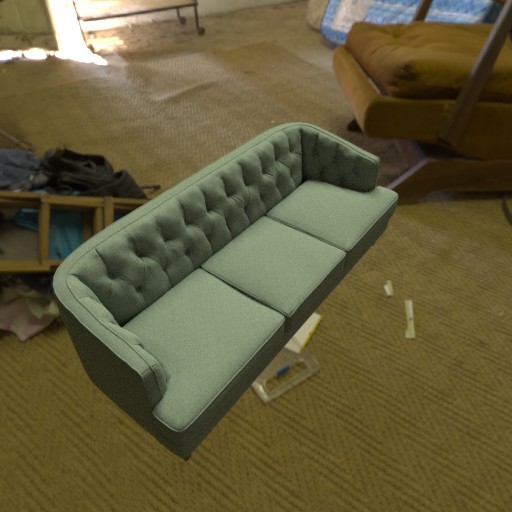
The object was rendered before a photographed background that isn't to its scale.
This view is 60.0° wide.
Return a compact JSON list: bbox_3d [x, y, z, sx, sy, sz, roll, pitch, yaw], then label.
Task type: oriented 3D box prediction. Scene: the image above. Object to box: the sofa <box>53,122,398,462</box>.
[{"bbox_3d":[0.000,0.000,2.747,0.941,0.855,2.278,27,48,27],"label":"sofa"}]
